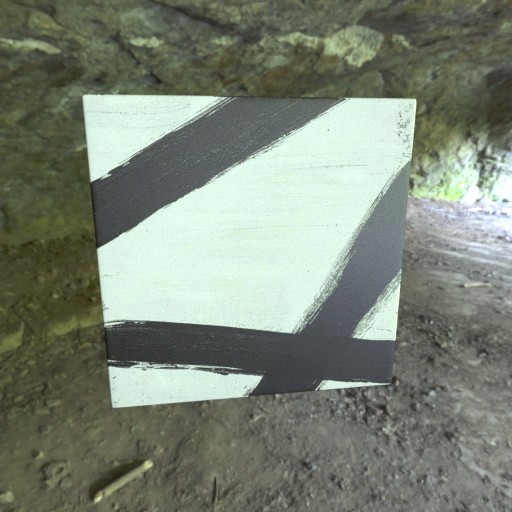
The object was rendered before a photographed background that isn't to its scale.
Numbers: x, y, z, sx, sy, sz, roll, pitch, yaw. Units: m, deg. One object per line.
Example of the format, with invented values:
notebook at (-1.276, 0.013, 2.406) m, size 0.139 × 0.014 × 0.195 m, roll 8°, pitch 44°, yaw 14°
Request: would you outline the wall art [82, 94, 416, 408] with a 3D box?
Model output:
wall art at (0.000, 0.000, 0.753) m, size 0.507 × 0.508 × 0.050 m, roll -2°, pitch 15°, yaw -8°
